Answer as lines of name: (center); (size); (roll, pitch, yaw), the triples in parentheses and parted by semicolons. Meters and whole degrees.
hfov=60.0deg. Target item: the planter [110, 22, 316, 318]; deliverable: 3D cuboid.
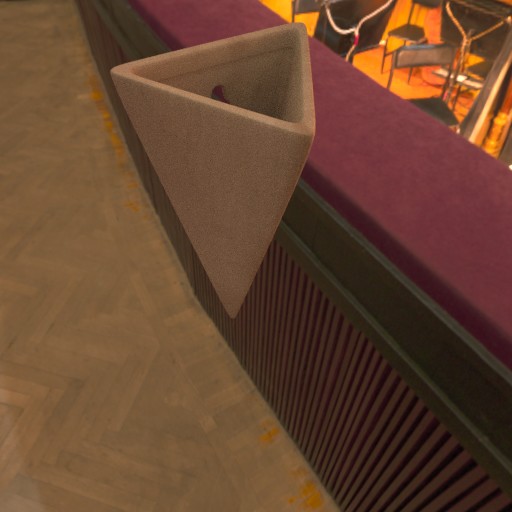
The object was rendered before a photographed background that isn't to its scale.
planter: (0.000, 0.000, 0.268); (0.101, 0.224, 0.081); (-24, 52, -20)
